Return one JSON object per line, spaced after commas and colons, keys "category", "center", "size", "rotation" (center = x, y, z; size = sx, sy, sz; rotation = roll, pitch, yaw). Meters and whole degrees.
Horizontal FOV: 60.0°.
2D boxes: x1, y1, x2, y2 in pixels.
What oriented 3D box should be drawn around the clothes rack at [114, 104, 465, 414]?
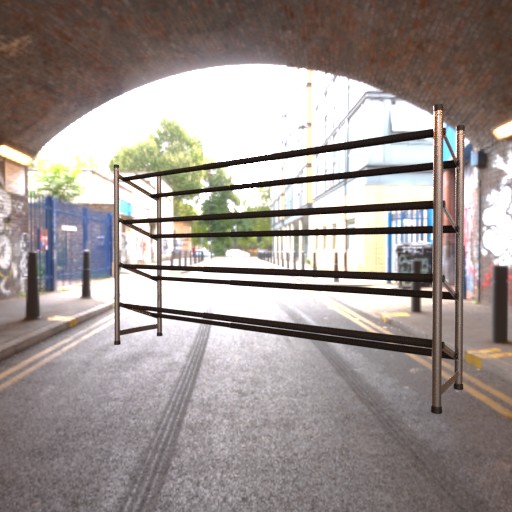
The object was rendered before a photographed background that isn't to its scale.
{"category": "clothes rack", "center": [0.000, 0.000, 1.393], "size": [1.168, 0.672, 0.229], "rotation": [1, 1, 37]}
